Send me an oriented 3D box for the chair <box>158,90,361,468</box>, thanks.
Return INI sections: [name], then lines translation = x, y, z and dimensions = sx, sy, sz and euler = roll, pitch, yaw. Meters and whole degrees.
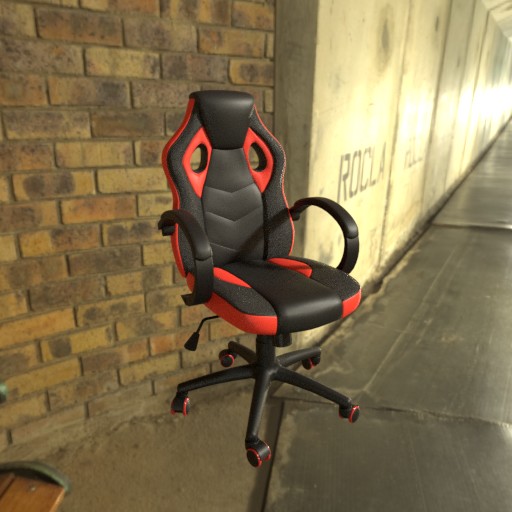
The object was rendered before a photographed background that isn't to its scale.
[chair]
translation = 0.000, 0.000, 1.403
dimensions = 0.600, 1.016, 0.642
euler = -9, 19, -26
